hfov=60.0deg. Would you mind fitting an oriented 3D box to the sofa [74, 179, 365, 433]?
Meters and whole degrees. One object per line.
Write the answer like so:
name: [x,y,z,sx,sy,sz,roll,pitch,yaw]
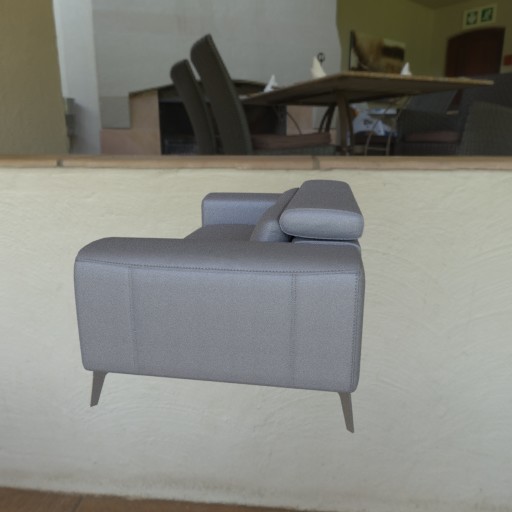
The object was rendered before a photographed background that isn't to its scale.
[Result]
sofa: [0.000,0.000,2.414,1.024,0.753,1.930,2,15,9]
